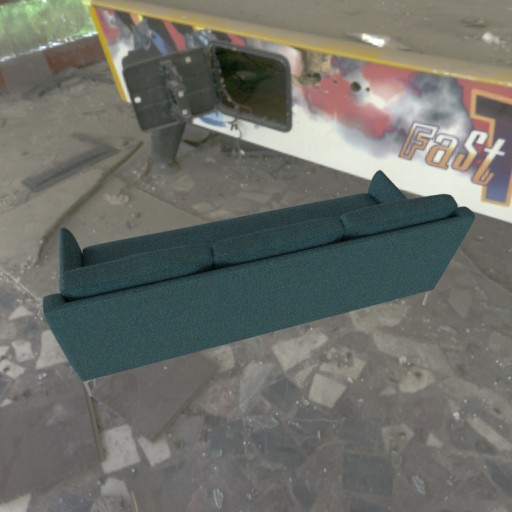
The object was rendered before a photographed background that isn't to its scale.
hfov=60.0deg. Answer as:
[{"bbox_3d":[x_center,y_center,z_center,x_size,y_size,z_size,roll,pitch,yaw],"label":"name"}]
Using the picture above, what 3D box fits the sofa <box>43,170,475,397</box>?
[{"bbox_3d":[0.000,0.000,2.479,2.060,0.837,0.849,-12,43,-14],"label":"sofa"}]
